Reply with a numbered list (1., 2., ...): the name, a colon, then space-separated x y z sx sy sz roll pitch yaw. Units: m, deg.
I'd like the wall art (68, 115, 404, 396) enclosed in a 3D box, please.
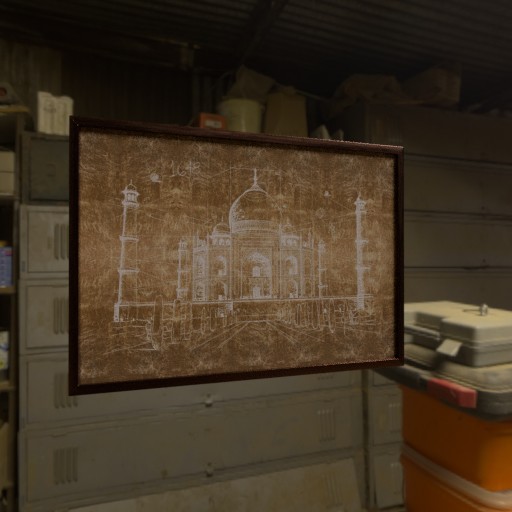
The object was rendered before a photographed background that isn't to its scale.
1. wall art: 0.000 0.000 0.553 0.431 0.304 0.012 0 0 -19
